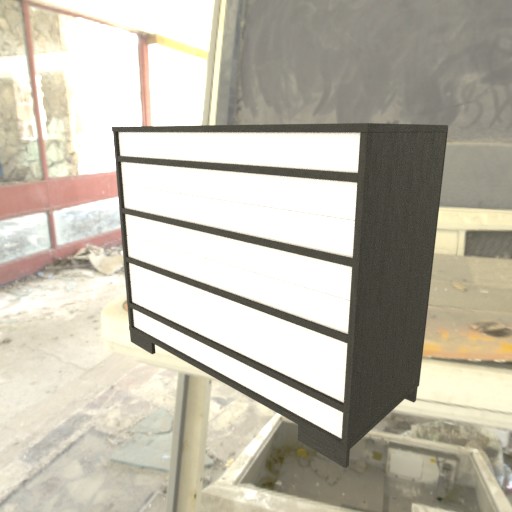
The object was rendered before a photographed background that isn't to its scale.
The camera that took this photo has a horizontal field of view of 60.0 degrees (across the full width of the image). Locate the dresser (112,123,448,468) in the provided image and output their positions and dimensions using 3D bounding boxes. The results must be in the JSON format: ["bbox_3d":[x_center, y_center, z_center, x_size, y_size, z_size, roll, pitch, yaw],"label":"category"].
[{"bbox_3d":[0.000,0.000,1.449,0.994,0.816,0.404,15,21,42],"label":"dresser"}]
